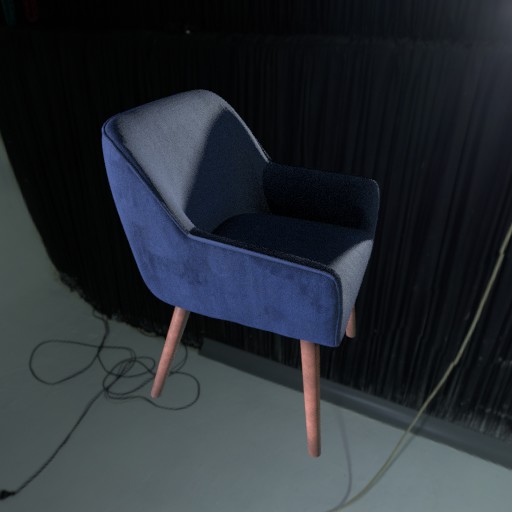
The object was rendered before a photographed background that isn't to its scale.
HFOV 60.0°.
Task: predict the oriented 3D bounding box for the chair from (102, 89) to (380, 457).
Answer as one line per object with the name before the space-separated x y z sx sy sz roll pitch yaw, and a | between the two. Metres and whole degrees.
chair | 0.000 0.000 1.272 0.600 0.820 0.600 11 32 18
